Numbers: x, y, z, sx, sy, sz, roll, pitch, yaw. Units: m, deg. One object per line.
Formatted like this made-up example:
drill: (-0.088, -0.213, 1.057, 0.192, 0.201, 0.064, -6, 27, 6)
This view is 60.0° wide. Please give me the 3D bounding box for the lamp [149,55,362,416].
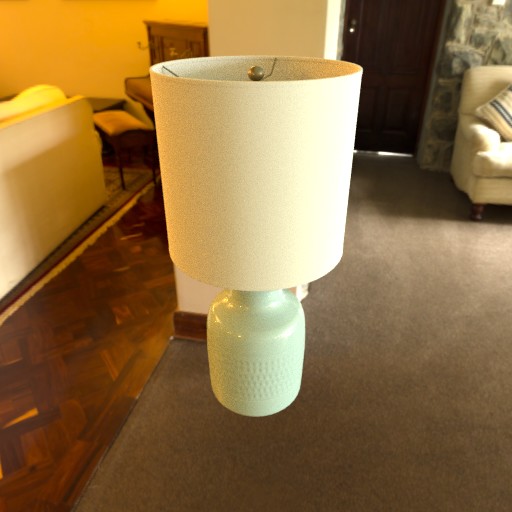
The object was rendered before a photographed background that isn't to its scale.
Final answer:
lamp: (0.000, 0.000, 1.099, 0.418, 0.871, 0.418, -21, 36, -32)
